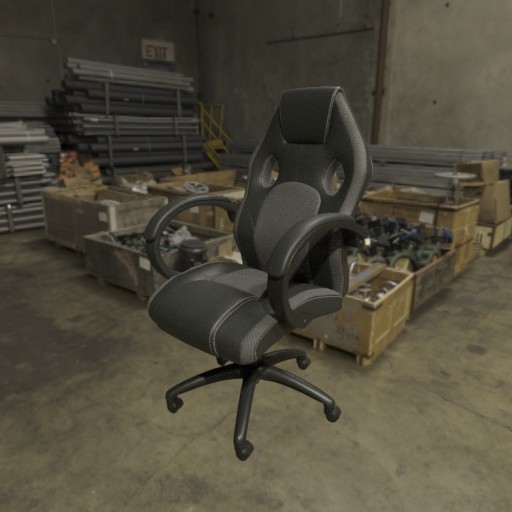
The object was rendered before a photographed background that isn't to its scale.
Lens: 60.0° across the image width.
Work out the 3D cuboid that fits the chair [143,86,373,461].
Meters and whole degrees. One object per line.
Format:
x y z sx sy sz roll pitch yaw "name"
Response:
0.000 0.000 1.616 0.673 1.187 0.724 15 22 40 "chair"
